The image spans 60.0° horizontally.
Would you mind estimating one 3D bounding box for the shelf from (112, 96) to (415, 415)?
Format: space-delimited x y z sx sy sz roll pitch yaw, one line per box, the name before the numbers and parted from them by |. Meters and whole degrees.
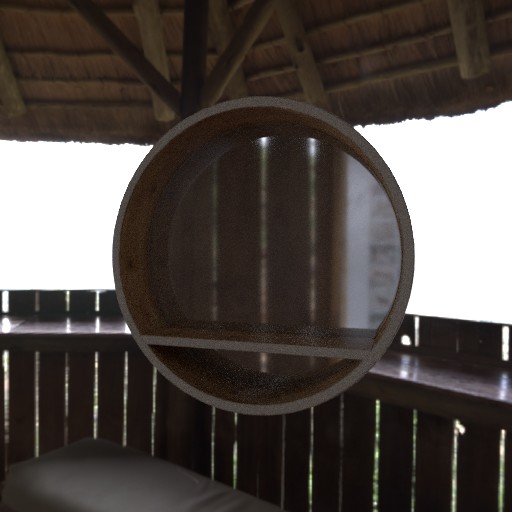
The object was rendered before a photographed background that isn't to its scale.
shelf | 0.000 0.000 1.198 0.806 0.807 0.158 0 0 18
